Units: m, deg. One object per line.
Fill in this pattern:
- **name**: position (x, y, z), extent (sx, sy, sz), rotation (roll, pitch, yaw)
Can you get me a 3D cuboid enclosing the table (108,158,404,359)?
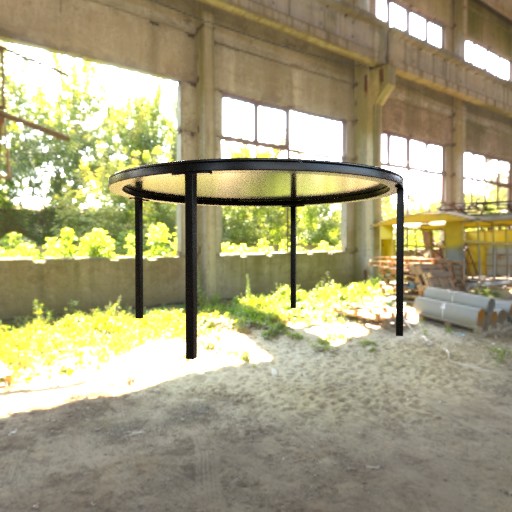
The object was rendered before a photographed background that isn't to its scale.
- **table**: position (0.000, 0.000, 1.264), extent (0.800, 0.400, 0.800), rotation (0, 1, 0)
